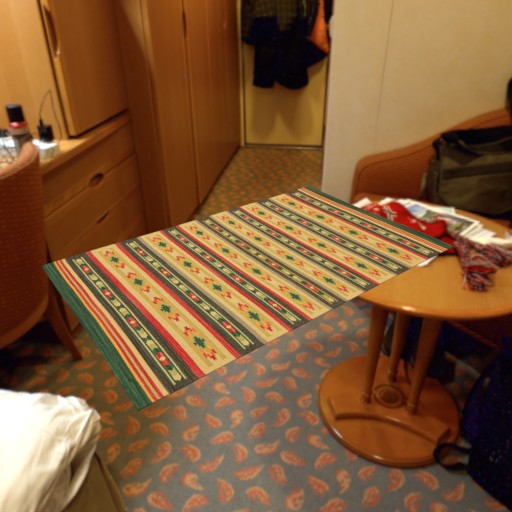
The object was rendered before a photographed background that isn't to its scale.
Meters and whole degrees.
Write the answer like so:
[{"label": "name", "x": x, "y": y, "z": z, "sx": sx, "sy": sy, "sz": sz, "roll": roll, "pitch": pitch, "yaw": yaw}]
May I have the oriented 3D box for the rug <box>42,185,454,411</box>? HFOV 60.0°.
[{"label": "rug", "x": 0.000, "y": 0.000, "z": 3.085, "sx": 2.447, "sy": 0.011, "sz": 1.520, "roll": -21, "pitch": 36, "yaw": -32}]
